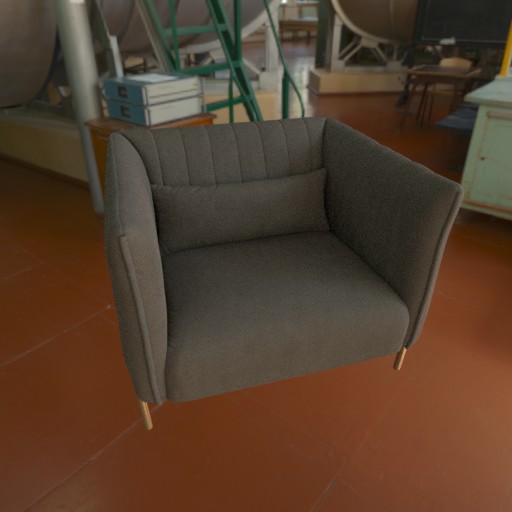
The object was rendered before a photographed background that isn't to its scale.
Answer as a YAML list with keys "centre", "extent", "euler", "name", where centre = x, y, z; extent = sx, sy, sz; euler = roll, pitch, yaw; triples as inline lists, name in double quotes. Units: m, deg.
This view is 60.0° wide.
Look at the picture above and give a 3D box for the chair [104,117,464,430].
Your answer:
- centre: [0.000, 0.000, 1.602]
  extent: [0.981, 0.779, 0.873]
  euler: [-9, 32, -14]
  name: "chair"
